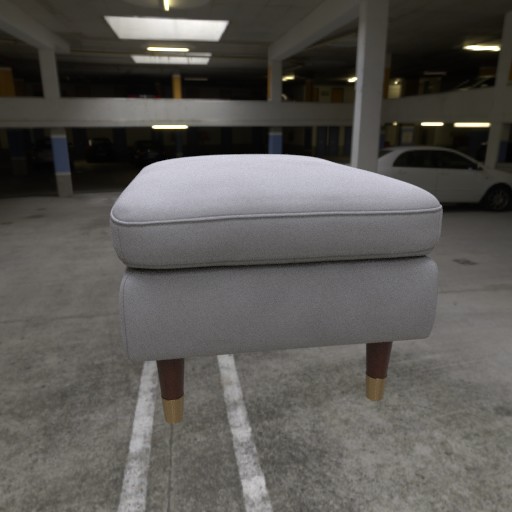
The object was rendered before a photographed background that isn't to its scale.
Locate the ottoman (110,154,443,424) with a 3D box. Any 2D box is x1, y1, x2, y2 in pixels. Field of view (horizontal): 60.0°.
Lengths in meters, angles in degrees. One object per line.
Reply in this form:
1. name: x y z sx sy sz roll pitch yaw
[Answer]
1. ottoman: 0.000 0.000 1.098 0.593 0.478 0.747 -3 17 -10
